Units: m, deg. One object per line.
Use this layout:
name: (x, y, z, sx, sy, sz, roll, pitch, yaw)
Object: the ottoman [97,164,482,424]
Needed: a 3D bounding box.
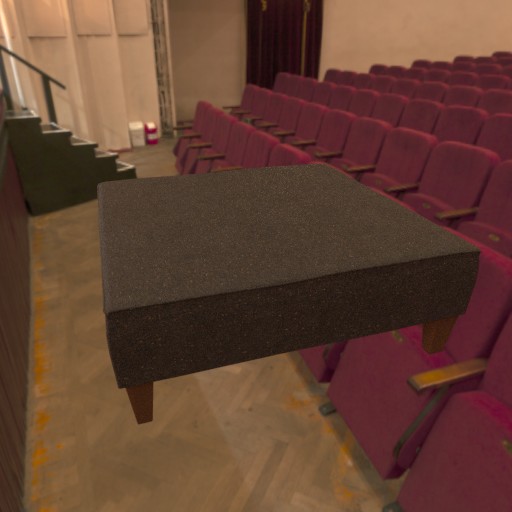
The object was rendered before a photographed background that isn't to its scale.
ottoman: (0.000, 0.000, 1.550, 1.004, 0.382, 0.968, -8, 28, -16)
